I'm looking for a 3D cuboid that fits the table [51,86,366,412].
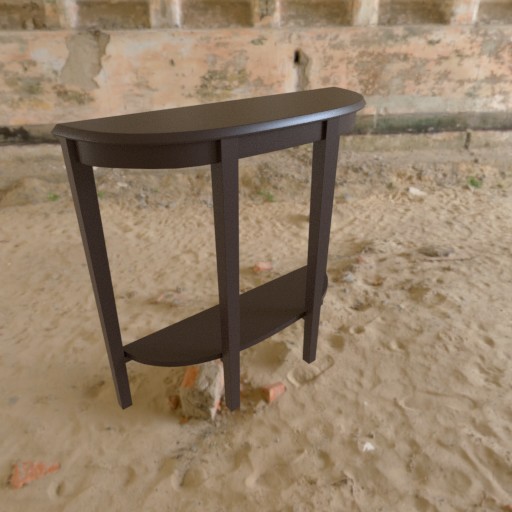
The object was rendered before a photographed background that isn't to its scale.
[{"bbox_3d":[0.000,0.000,1.296,0.909,0.831,0.274,-21,35,-34],"label":"table"}]
